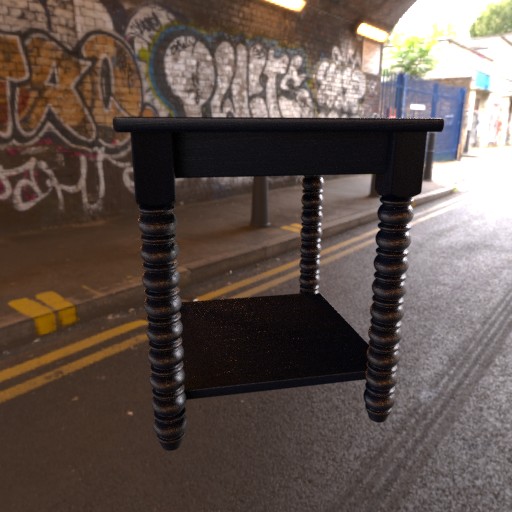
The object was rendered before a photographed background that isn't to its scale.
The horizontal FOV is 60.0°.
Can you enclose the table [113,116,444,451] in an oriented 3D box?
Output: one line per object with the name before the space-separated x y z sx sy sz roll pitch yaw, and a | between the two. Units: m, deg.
table | 0.000 0.000 0.970 0.500 0.567 0.533 -3 16 -11
